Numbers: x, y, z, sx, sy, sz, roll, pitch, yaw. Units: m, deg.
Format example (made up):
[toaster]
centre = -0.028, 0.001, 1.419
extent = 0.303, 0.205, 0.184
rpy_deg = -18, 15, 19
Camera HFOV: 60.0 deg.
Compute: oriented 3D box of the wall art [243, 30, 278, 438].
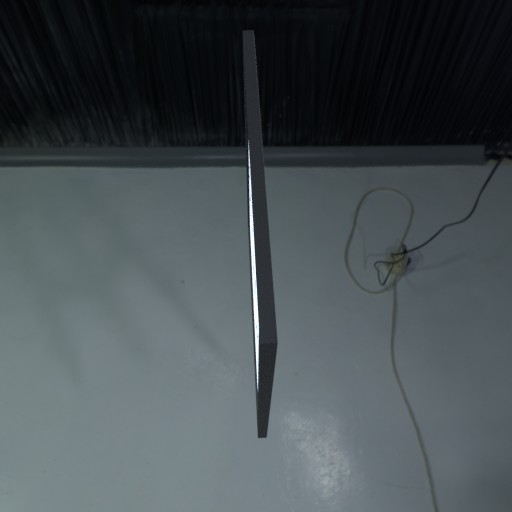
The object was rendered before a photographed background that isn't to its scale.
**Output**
[wall art]
centre = 0.000, 0.000, 0.540
extent = 0.012, 0.357, 0.358
rpy_deg = -2, 58, -1
